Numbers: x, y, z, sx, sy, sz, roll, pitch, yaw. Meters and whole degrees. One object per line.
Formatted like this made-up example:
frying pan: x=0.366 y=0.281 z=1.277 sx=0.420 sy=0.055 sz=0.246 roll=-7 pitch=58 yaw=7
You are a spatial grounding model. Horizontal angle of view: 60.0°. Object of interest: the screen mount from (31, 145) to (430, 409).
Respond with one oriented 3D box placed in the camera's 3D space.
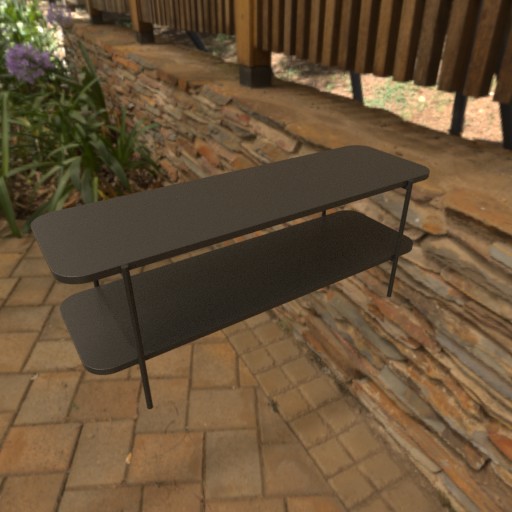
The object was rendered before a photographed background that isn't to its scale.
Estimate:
screen mount: x=0.000 y=0.000 z=1.428 sx=1.200 sy=0.447 sz=0.400 roll=-19 pitch=36 yaw=-28
